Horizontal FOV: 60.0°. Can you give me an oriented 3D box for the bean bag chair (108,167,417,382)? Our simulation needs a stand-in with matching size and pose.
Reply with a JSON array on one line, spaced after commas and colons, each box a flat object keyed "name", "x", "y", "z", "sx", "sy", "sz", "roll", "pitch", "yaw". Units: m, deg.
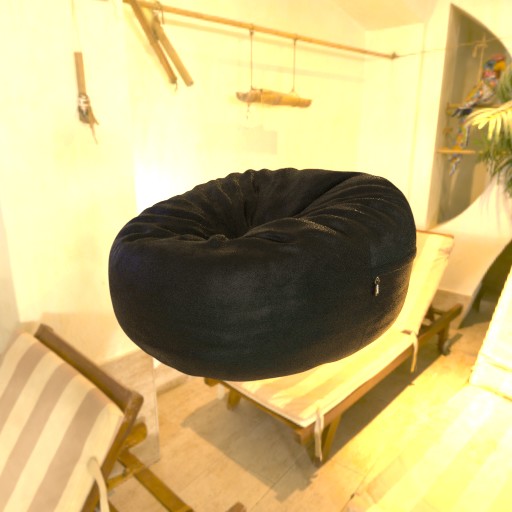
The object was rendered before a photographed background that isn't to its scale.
[{"name": "bean bag chair", "x": 0.000, "y": 0.000, "z": 2.424, "sx": 1.524, "sy": 0.878, "sz": 1.524, "roll": 15, "pitch": 22, "yaw": 41}]
